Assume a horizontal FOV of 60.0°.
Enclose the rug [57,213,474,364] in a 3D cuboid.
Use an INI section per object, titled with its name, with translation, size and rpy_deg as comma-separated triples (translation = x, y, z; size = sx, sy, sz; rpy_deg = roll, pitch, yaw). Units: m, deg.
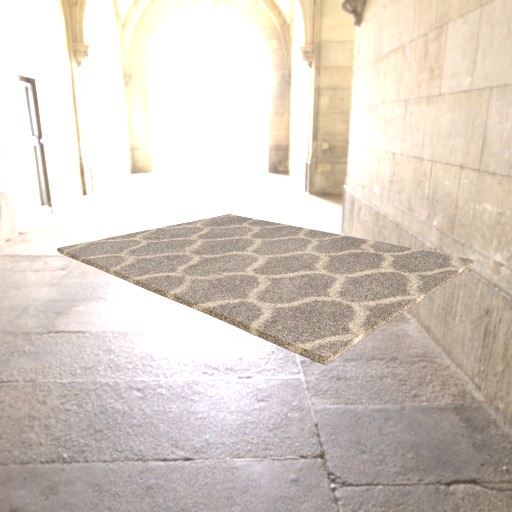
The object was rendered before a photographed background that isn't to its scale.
[rug]
translation = 0.000, 0.000, 2.107
size = 1.600, 0.025, 1.200
rpy_deg = 15, 22, 40
